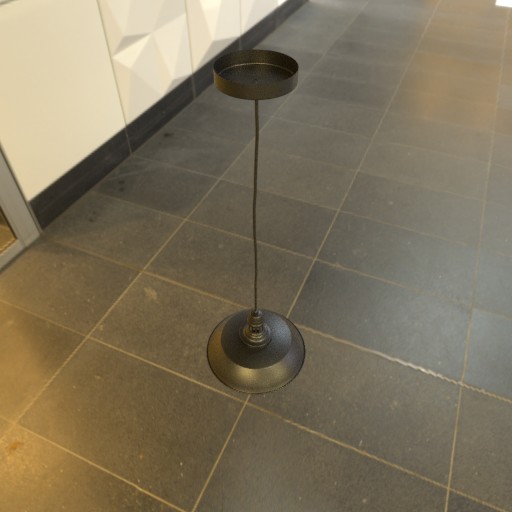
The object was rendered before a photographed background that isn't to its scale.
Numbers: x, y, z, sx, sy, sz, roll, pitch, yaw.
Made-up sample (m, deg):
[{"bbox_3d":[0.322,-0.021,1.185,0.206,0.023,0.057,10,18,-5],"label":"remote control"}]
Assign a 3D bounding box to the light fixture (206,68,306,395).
[{"bbox_3d":[0.000,0.000,1.166,0.331,0.993,0.331,3,46,3],"label":"light fixture"}]
